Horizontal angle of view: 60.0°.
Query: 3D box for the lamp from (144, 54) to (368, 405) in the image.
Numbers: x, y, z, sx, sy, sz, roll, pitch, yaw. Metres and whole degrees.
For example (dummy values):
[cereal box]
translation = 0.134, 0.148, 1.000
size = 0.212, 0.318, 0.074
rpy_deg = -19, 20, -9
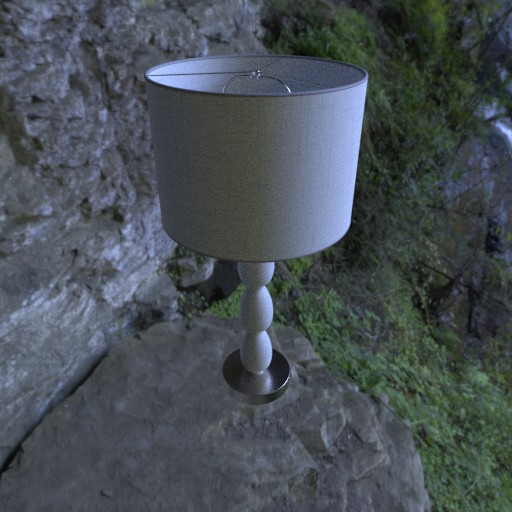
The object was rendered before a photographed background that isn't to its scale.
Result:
[lamp]
translation = 0.000, 0.000, 0.714
size = 0.282, 0.559, 0.280
rpy_deg = 10, 33, 16
